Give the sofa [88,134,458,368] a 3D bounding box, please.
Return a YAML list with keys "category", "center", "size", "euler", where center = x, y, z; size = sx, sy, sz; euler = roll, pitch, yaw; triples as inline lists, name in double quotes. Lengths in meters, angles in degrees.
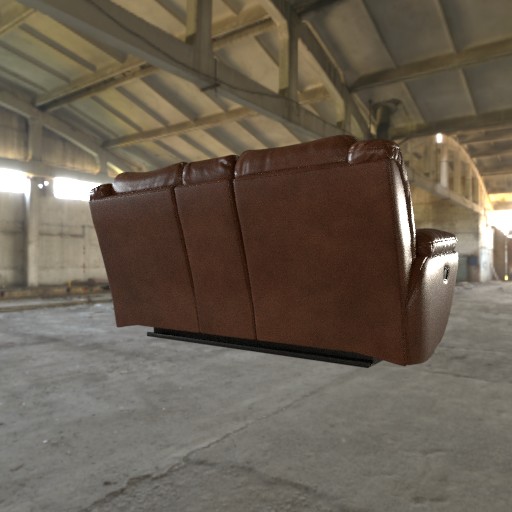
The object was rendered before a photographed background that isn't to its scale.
- category: "sofa"
  center: [0.000, 0.000, 2.624]
  size: [2.058, 1.043, 0.991]
  euler: [-1, -1, 36]
